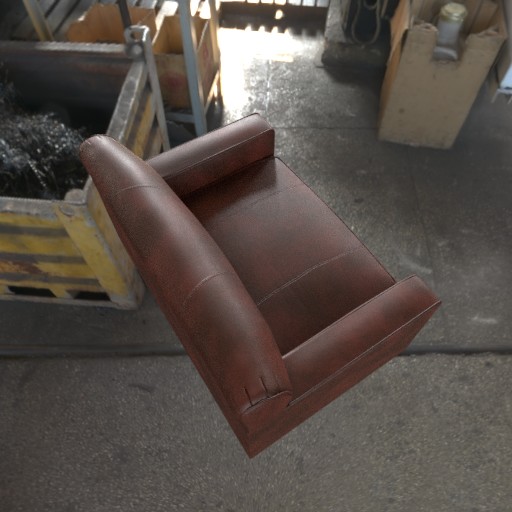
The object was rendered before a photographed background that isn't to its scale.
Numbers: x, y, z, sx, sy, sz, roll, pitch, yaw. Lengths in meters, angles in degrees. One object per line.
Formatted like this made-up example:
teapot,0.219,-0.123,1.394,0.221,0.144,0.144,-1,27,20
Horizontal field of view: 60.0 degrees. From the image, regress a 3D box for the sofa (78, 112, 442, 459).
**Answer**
sofa,0.000,0.000,2.099,1.000,0.956,1.413,-29,62,-17
